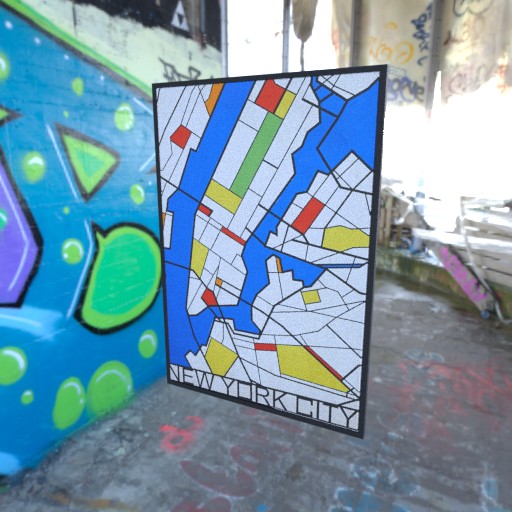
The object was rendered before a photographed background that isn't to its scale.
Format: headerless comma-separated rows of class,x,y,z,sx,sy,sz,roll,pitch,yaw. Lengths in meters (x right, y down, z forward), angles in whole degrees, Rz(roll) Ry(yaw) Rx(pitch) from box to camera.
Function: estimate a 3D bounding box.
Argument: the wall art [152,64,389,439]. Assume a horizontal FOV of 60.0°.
wall art,0.000,0.000,0.866,0.460,0.660,0.013,7,15,26
